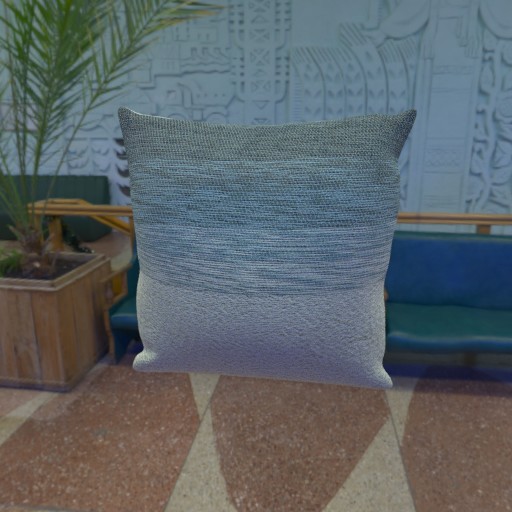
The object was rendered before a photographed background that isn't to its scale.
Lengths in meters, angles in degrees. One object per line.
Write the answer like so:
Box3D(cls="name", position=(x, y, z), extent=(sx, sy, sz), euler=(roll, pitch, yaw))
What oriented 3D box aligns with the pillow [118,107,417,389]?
Box3D(cls="pillow", position=(0.000, 0.000, 0.682), extent=(0.440, 0.441, 0.182), euler=(2, 15, 9))
